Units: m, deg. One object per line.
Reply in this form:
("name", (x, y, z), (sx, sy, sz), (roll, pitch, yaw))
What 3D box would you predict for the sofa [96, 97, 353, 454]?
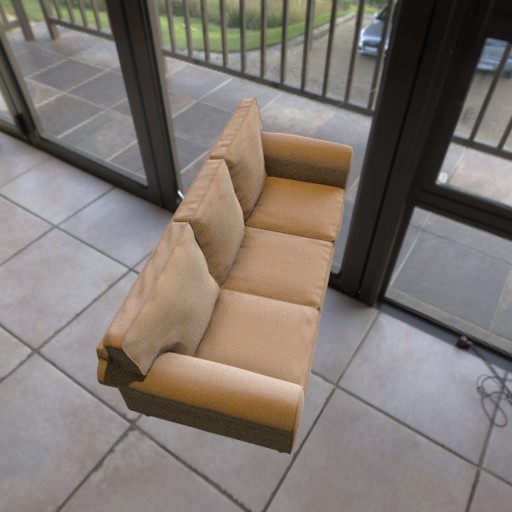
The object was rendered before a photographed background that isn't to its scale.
("sofa", (0.000, 0.000, 2.655), (0.916, 0.961, 2.084), (11, 48, 10))
